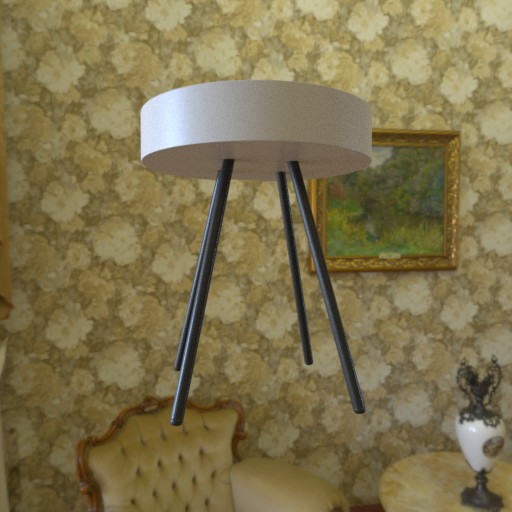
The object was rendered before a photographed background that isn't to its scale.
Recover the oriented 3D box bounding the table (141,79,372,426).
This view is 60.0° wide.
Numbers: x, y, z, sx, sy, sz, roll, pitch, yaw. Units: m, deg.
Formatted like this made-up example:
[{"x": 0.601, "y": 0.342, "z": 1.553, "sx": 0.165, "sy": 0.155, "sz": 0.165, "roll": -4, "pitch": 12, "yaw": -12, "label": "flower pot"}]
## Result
[{"x": 0.000, "y": 0.000, "z": 0.866, "sx": 0.450, "sy": 0.525, "sz": 0.450, "roll": 0, "pitch": 2, "yaw": 0, "label": "table"}]
